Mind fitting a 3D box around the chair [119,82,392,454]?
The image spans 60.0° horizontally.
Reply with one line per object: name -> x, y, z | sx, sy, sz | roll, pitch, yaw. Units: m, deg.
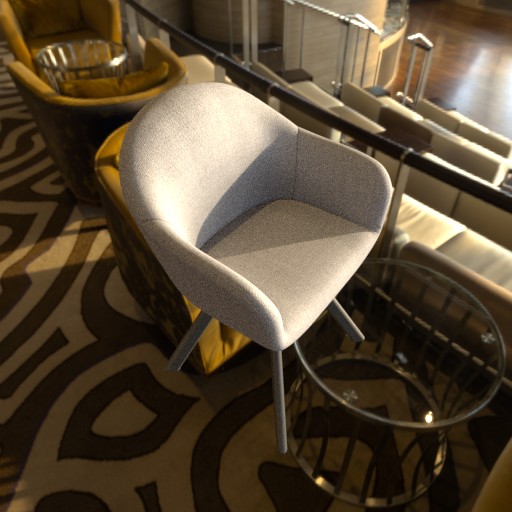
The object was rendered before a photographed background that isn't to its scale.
chair -> 0.000, 0.000, 1.197 | 0.550, 0.795, 0.590 | 26, 48, 26
